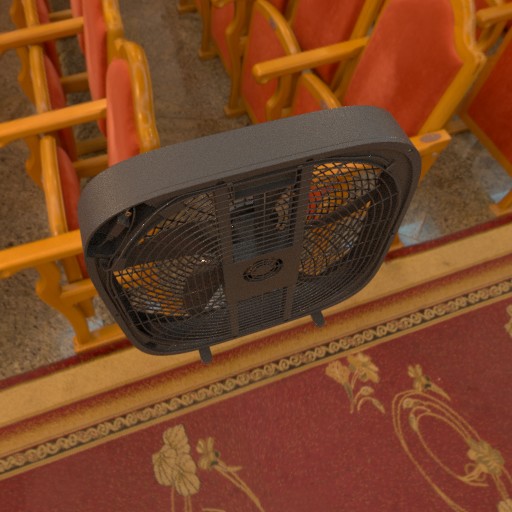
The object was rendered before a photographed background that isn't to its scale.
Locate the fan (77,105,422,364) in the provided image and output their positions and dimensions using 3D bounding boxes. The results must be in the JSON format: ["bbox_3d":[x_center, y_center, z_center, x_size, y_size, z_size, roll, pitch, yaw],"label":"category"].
[{"bbox_3d":[0.000,0.000,0.801,0.526,0.533,0.142,-16,59,-10],"label":"fan"}]
